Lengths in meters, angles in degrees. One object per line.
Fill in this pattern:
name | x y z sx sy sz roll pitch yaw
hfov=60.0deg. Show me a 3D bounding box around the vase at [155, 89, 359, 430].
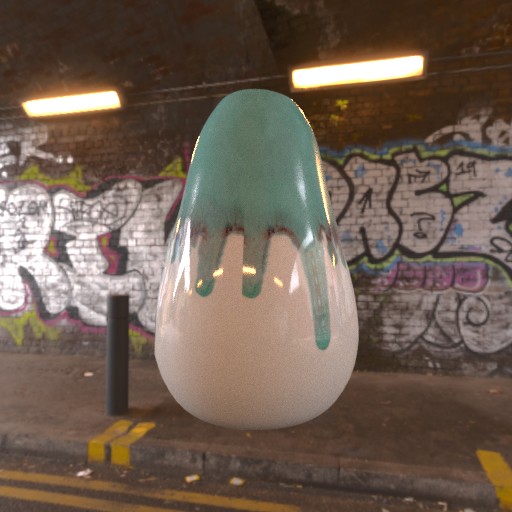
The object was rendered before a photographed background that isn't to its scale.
vase | 0.000 0.000 0.259 0.116 0.179 0.116 0 -2 0
